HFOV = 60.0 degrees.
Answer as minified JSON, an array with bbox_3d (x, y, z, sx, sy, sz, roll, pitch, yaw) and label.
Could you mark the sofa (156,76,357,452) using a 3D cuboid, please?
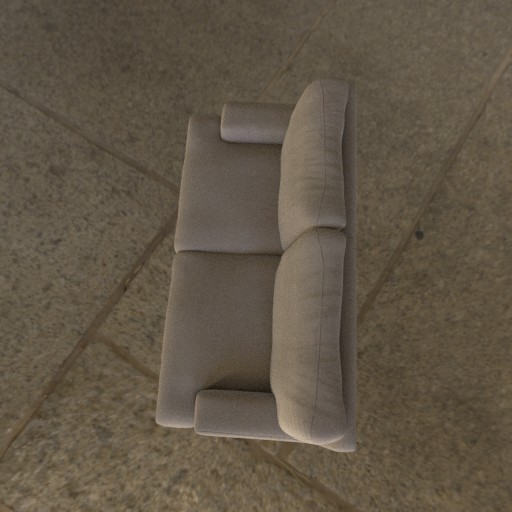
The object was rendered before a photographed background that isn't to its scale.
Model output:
[{"bbox_3d":[0.000,0.000,2.413,0.962,0.980,1.855,3,75,1],"label":"sofa"}]
